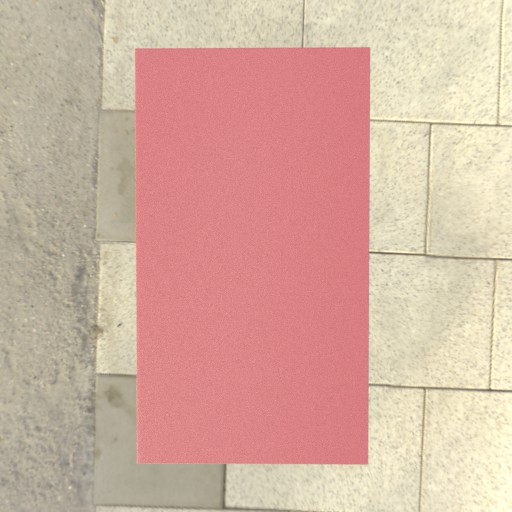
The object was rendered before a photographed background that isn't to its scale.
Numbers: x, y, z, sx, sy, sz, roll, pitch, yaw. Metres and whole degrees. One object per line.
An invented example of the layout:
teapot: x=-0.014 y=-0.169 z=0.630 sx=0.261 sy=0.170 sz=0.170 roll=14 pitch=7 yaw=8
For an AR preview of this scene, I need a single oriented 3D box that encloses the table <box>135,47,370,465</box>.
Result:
table: x=0.000 y=0.000 z=1.383 sx=0.612 sy=0.493 sz=1.068 roll=0 pitch=91 yaw=1
